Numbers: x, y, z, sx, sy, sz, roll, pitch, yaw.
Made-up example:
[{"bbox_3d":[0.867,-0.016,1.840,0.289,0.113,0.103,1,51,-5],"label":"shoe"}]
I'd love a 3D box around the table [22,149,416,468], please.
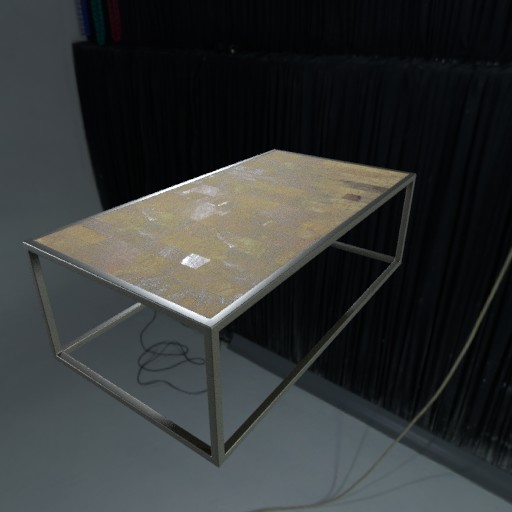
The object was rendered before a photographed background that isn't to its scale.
[{"bbox_3d":[0.000,0.000,1.516,0.649,0.398,1.199,18,32,31],"label":"table"}]
